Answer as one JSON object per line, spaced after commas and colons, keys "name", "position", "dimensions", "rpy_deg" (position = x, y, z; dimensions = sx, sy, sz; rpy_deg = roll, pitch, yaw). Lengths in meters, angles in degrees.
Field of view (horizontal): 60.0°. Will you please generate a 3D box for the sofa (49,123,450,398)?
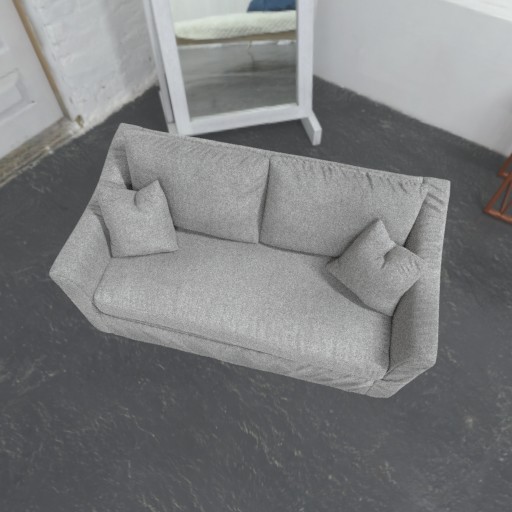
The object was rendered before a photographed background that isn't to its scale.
{"name": "sofa", "position": [0.000, 0.000, 2.627], "dimensions": [2.010, 1.018, 1.072], "rpy_deg": [12, 58, 8]}
